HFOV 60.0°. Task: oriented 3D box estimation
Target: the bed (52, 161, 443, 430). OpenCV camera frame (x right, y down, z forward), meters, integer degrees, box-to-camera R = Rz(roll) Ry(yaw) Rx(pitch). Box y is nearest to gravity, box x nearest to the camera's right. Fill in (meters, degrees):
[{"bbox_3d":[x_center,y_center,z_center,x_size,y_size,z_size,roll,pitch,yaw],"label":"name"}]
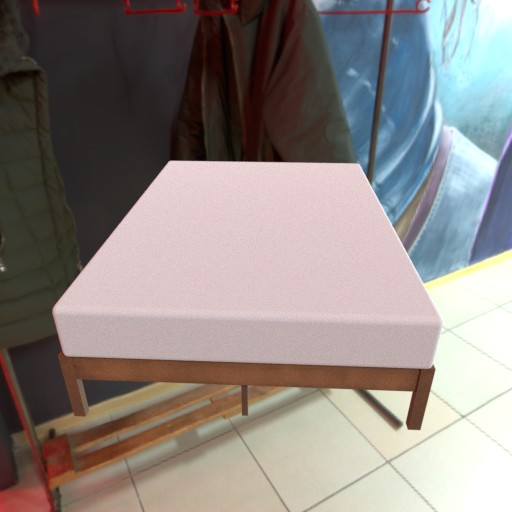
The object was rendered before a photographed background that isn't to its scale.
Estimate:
[{"bbox_3d":[0.000,0.000,2.706,1.529,0.593,2.050,1,28,3],"label":"bed"}]
